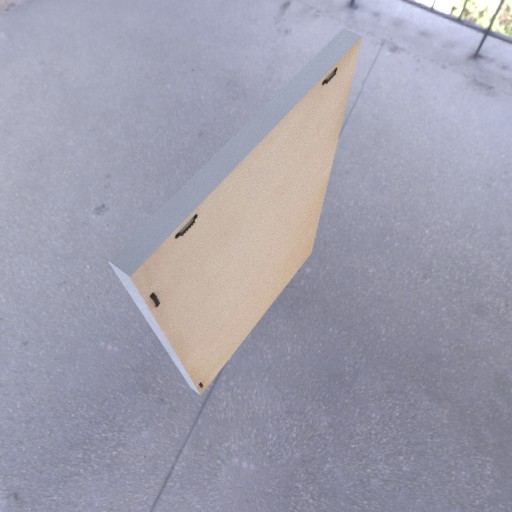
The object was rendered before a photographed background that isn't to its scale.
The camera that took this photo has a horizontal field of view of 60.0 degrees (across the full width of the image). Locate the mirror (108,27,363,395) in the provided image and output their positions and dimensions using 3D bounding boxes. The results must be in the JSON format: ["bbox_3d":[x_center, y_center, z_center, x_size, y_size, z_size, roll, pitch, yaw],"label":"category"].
[{"bbox_3d":[0.000,0.000,0.902,0.039,0.710,0.507,33,67,16],"label":"mirror"}]
